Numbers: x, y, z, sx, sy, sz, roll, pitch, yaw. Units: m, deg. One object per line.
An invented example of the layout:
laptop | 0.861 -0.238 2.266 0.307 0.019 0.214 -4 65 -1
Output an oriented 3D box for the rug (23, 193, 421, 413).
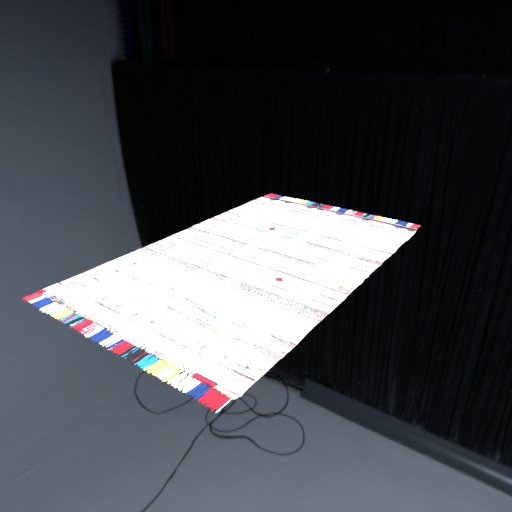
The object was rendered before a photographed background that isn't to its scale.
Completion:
rug | 0.000 0.000 2.971 1.465 0.012 2.465 17 30 32
